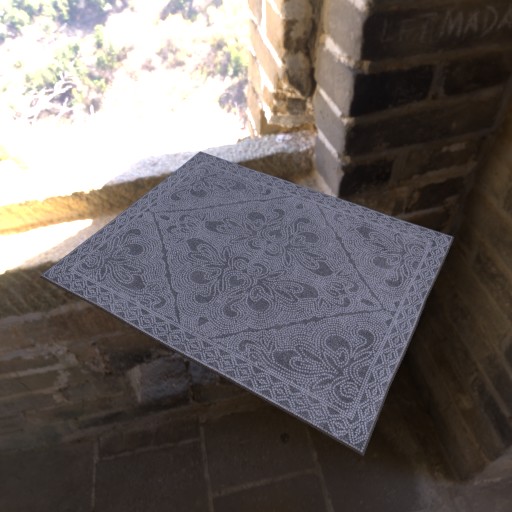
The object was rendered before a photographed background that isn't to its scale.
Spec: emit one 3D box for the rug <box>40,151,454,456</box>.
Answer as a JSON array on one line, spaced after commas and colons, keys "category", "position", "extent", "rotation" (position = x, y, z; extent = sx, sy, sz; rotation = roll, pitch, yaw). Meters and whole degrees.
[{"category": "rug", "position": [0.000, 0.000, 4.109], "extent": [3.048, 0.012, 2.438], "rotation": [23, 49, 22]}]
